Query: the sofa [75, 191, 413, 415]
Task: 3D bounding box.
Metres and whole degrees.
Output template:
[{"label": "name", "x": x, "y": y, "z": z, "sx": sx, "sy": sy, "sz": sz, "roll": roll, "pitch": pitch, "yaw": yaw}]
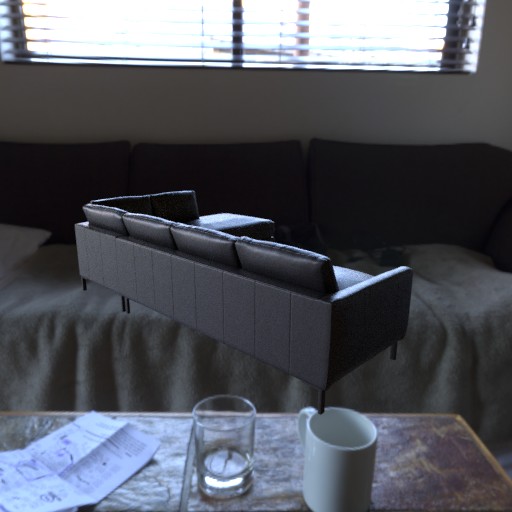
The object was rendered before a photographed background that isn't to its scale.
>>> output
[{"label": "sofa", "x": 0.000, "y": 0.000, "z": 3.890, "sx": 2.984, "sy": 0.877, "sz": 1.938, "roll": 14, "pitch": 20, "yaw": 43}]
